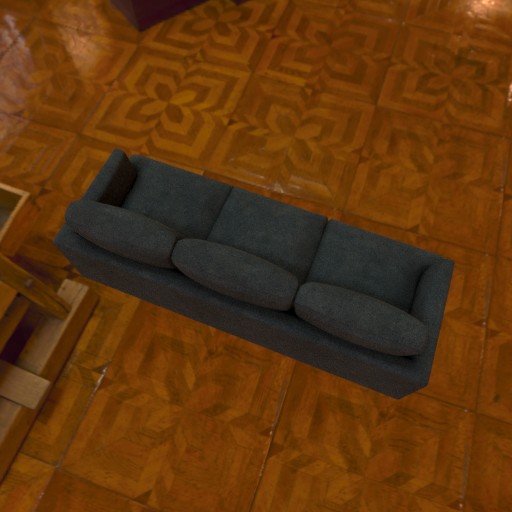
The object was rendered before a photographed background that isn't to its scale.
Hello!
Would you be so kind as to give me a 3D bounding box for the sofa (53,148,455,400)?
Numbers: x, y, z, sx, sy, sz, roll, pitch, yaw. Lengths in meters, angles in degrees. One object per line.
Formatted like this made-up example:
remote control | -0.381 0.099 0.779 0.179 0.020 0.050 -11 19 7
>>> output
sofa | 0.000 0.000 2.769 2.246 0.930 0.903 20 66 9
